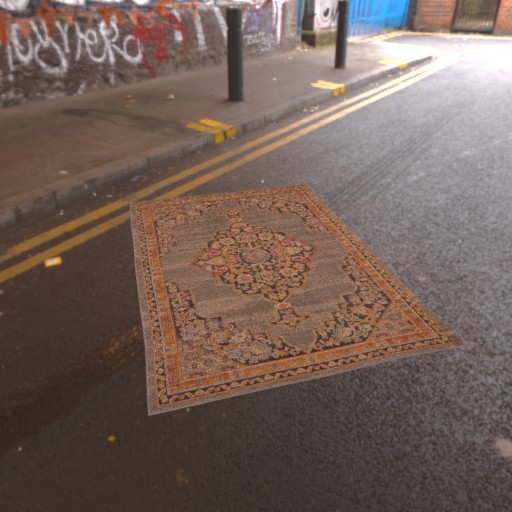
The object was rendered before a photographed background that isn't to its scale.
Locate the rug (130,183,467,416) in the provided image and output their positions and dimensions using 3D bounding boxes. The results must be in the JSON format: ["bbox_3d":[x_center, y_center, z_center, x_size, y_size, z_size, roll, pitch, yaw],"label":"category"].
[{"bbox_3d":[0.000,0.000,3.845,2.043,0.026,2.901,-8,32,-13],"label":"rug"}]
